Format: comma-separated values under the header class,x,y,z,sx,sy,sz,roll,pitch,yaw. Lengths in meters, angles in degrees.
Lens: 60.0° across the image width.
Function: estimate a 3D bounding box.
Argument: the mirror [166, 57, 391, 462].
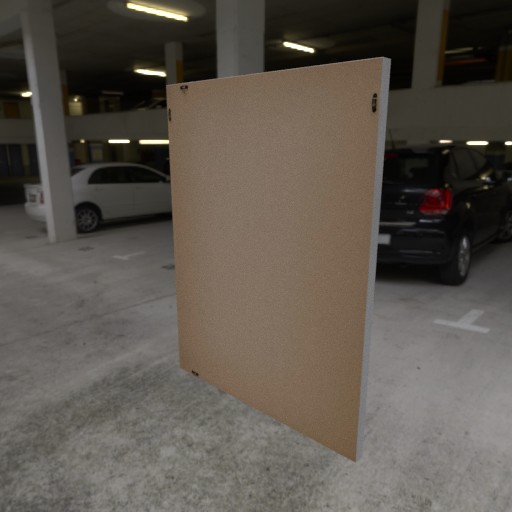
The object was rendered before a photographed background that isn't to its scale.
class,x,y,z,sx,sy,sz,roll,pitch,yaw
mirror,0.000,0.000,1.331,0.762,1.016,0.041,13,20,41
